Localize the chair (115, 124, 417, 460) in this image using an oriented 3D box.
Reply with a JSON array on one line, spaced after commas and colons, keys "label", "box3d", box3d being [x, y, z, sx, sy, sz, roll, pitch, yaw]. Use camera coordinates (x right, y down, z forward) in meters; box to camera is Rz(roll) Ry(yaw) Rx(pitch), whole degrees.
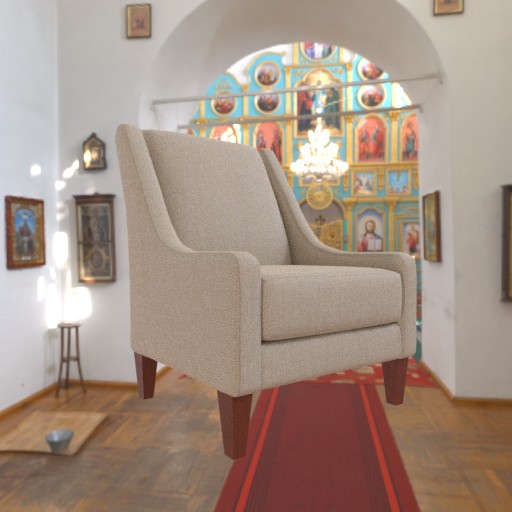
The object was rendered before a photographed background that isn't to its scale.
[{"label": "chair", "box3d": [0.000, 0.000, 1.613, 0.774, 1.014, 0.870, 0, 0, -37]}]
